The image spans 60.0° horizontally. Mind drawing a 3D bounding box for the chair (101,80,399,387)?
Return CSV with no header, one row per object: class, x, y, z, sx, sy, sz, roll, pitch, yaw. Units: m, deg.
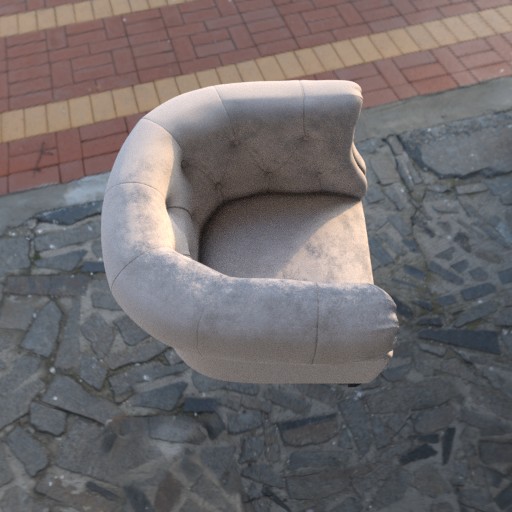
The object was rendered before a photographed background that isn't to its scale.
chair,0.000,0.000,1.530,0.851,0.826,0.904,0,62,0
